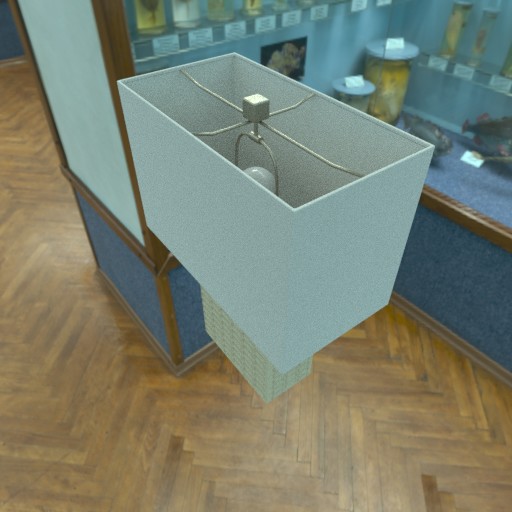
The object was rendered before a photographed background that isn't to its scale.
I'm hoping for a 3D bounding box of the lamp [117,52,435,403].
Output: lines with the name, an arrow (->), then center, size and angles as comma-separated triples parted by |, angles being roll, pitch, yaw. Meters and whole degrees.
lamp -> 0.000, 0.000, 0.710 | 0.200, 0.515, 0.380 | -27, 48, -26
